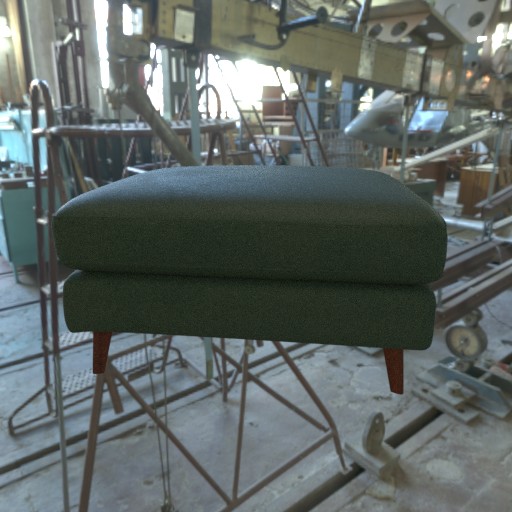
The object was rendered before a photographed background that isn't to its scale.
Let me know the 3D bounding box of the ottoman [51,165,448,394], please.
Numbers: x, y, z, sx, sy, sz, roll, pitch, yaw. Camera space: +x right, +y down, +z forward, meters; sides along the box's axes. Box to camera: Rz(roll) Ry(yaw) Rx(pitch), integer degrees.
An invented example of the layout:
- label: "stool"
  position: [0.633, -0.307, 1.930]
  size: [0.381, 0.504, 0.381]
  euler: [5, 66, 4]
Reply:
- label: "ottoman"
  position: [0.000, 0.000, 1.169]
  size: [0.811, 0.449, 0.608]
  euler: [2, 18, 6]
